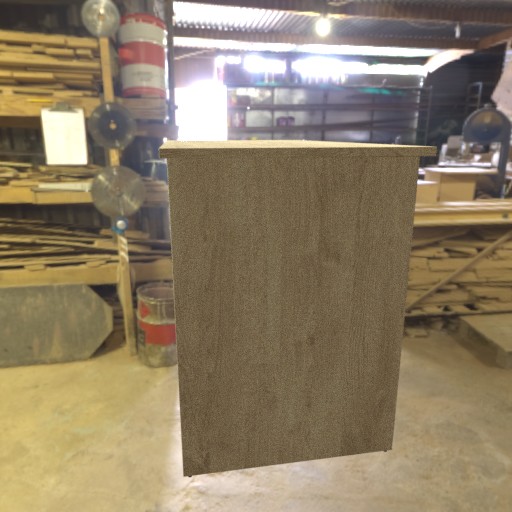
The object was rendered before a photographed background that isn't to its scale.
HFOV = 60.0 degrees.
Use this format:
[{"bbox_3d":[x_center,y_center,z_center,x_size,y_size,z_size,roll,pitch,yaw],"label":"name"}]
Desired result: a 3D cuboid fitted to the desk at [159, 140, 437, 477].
[{"bbox_3d":[0.000,0.000,1.481,0.560,0.735,1.097,-3,16,-10],"label":"desk"}]
